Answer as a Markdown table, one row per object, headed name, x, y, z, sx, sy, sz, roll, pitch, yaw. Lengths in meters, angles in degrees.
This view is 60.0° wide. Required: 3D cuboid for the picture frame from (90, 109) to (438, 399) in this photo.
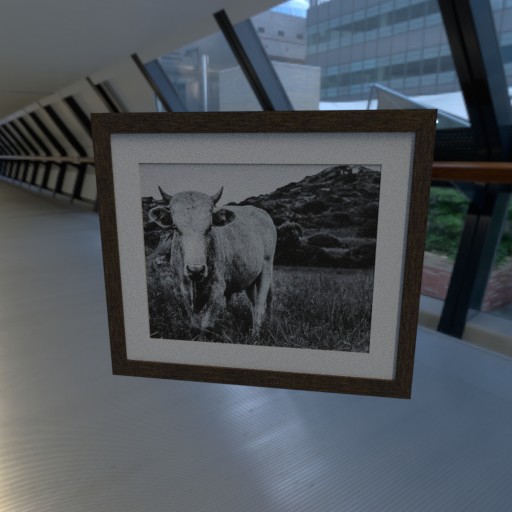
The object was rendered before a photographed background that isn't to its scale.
| name | x | y | z | sx | sy | sz | roll | pitch | yaw |
| --- | --- | --- | --- | --- | --- | --- | --- | --- | --- |
| picture frame | 0.000 | 0.000 | 0.533 | 0.378 | 0.330 | 0.033 | 2 | 14 | 9 |
